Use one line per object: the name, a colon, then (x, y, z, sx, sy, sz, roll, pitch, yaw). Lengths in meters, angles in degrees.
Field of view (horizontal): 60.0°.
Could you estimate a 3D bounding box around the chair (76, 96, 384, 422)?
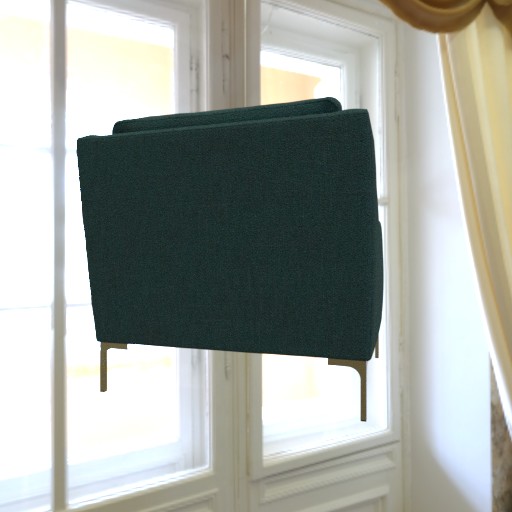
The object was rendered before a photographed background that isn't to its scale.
chair: (0.000, 0.000, 1.540, 0.847, 0.828, 0.849, 0, 0, 18)
